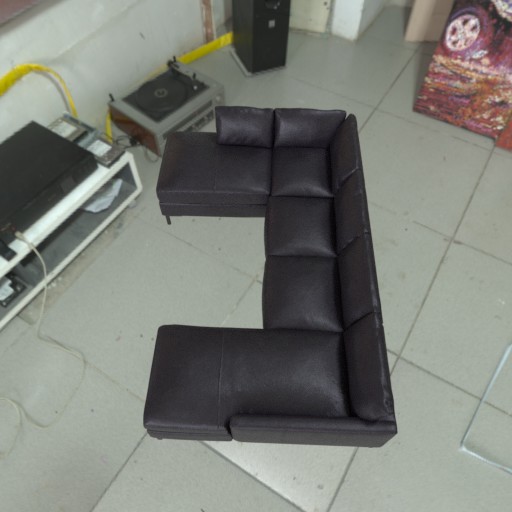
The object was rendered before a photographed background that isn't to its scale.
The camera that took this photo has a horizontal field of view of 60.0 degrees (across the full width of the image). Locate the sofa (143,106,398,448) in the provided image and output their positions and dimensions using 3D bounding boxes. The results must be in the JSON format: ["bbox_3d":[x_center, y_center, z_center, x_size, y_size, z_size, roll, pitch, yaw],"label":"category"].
[{"bbox_3d":[0.000,0.000,3.828,1.939,0.900,2.956,2,57,1],"label":"sofa"}]
